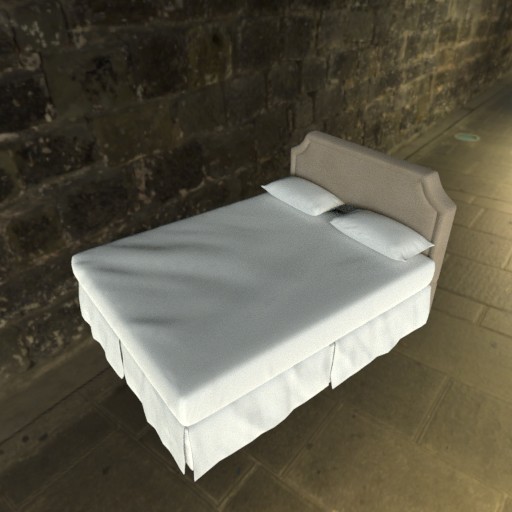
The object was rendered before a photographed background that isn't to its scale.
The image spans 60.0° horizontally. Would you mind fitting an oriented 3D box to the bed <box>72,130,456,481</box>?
[{"bbox_3d":[0.000,0.000,3.571,2.498,1.293,1.977,-22,38,-31],"label":"bed"}]
